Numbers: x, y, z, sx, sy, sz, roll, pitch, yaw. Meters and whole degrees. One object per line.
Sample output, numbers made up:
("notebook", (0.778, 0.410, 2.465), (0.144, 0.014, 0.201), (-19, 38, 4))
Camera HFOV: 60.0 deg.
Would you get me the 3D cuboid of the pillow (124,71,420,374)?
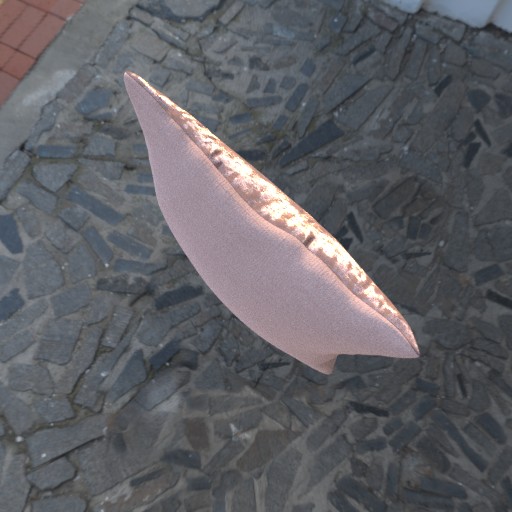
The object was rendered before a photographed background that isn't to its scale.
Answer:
("pillow", (0.000, 0.000, 0.709), (0.175, 0.464, 0.470), (-42, 79, -10))
